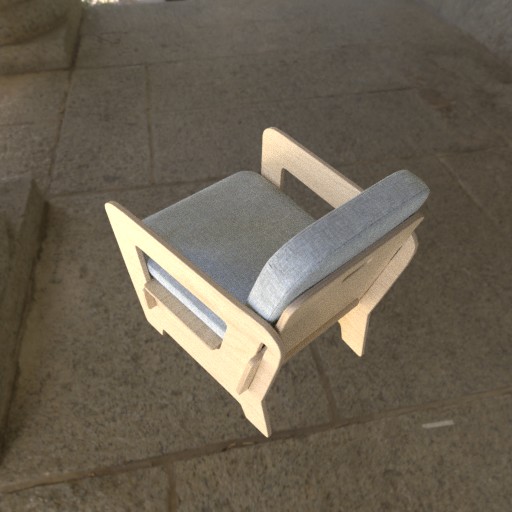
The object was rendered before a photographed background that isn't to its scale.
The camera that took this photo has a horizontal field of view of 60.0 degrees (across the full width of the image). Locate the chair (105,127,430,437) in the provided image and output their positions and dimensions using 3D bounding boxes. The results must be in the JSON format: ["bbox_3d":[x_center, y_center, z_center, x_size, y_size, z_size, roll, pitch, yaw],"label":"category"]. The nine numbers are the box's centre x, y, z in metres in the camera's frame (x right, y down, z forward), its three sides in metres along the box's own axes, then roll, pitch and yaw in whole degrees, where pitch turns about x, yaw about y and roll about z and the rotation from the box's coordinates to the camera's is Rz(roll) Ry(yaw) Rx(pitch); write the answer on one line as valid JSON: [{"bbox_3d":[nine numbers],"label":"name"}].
[{"bbox_3d":[0.000,0.000,1.293,0.590,0.800,0.710,-32,55,-26],"label":"chair"}]
